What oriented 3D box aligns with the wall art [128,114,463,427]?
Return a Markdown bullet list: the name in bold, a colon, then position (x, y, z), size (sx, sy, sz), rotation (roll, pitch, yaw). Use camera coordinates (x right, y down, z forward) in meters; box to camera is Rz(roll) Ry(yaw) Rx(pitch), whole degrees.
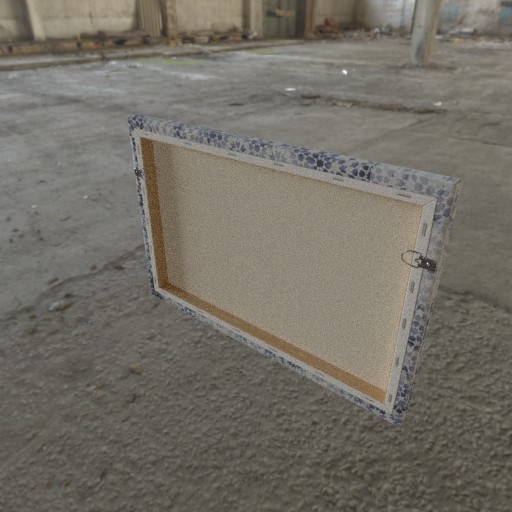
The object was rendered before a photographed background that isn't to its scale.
- **wall art**: position (0.000, 0.000, 0.781), size (0.608, 0.406, 0.030), rotation (21, 35, 33)
